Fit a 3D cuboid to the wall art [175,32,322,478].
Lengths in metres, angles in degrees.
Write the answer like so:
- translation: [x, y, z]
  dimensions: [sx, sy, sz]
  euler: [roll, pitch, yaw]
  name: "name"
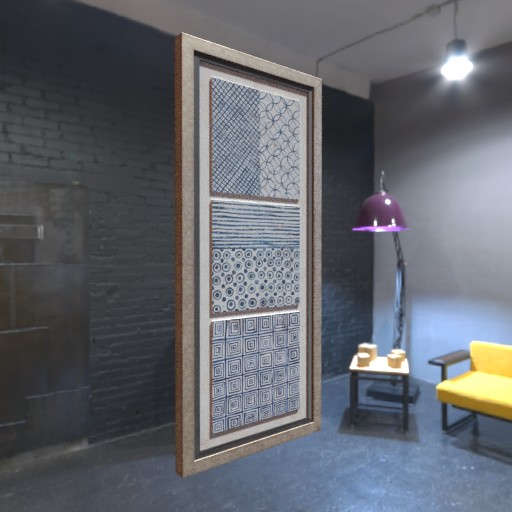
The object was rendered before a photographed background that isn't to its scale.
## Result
- translation: [0.000, 0.000, 1.667]
  dimensions: [0.648, 1.461, 0.051]
  euler: [0, 1, -37]
  name: "wall art"
